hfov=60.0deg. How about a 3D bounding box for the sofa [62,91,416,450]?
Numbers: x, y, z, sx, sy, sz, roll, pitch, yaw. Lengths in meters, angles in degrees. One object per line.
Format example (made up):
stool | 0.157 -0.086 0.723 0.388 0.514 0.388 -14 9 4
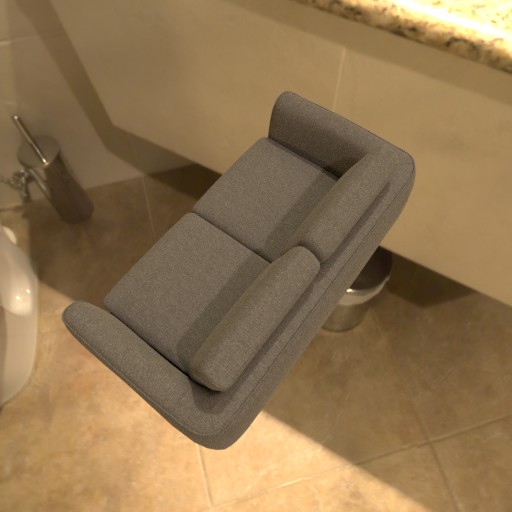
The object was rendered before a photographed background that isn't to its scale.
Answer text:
sofa | 0.000 0.000 2.223 0.920 0.870 1.700 34 68 16
